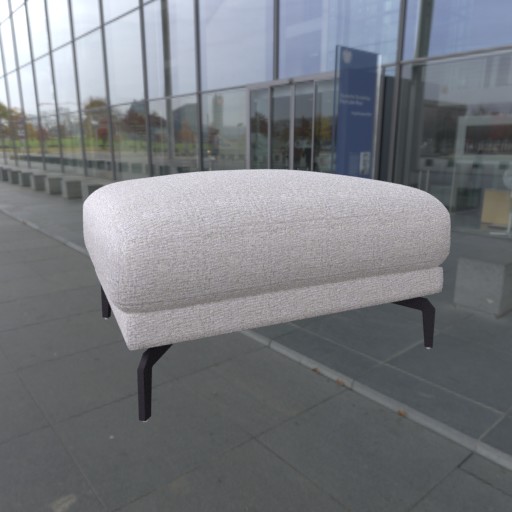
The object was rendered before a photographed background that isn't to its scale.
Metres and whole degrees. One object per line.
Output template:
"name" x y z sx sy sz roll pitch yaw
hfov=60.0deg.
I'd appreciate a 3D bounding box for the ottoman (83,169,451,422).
"ottoman" 0.000 0.000 1.107 0.772 0.420 0.568 -7 16 -24
